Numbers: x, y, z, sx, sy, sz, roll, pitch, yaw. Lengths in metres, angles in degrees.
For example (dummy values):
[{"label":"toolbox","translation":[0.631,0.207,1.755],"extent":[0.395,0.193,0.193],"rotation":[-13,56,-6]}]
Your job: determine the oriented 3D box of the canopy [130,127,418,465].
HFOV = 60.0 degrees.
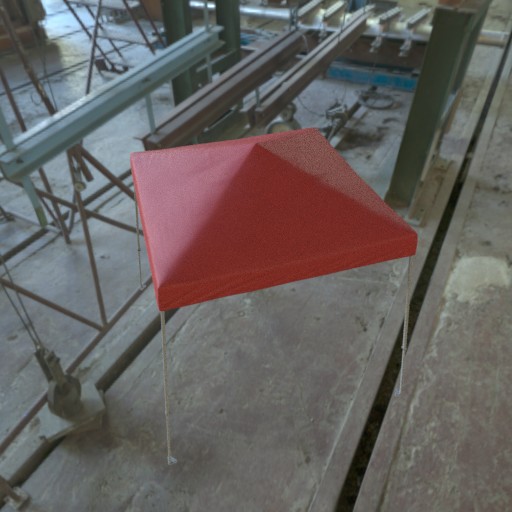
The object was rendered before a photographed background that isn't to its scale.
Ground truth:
[{"label":"canopy","translation":[0.000,0.000,6.542],"extent":[3.600,3.600,3.599],"rotation":[-12,42,-13]}]
